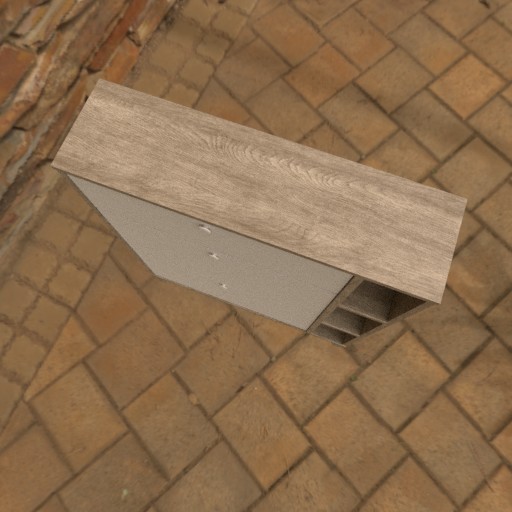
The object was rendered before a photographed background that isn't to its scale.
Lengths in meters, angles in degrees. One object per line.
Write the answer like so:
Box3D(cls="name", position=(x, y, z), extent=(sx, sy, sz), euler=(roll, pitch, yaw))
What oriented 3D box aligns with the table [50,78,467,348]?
Box3D(cls="table", position=(0.000, 0.000, 1.534), extent=(0.902, 1.135, 0.256), euler=(20, 74, 6))
